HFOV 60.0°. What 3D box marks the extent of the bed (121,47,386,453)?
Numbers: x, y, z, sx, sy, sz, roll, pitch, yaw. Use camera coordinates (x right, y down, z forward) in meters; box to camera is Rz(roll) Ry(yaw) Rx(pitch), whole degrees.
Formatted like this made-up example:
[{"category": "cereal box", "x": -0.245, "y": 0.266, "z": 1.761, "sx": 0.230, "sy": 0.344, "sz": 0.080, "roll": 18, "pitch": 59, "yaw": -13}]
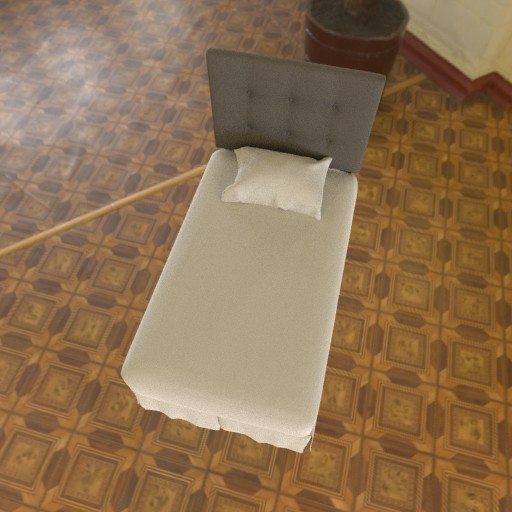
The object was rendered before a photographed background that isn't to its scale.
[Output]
[{"category": "bed", "x": 0.000, "y": 0.000, "z": 2.923, "sx": 1.261, "sy": 1.571, "sz": 1.997, "roll": 12, "pitch": 59, "yaw": 7}]
